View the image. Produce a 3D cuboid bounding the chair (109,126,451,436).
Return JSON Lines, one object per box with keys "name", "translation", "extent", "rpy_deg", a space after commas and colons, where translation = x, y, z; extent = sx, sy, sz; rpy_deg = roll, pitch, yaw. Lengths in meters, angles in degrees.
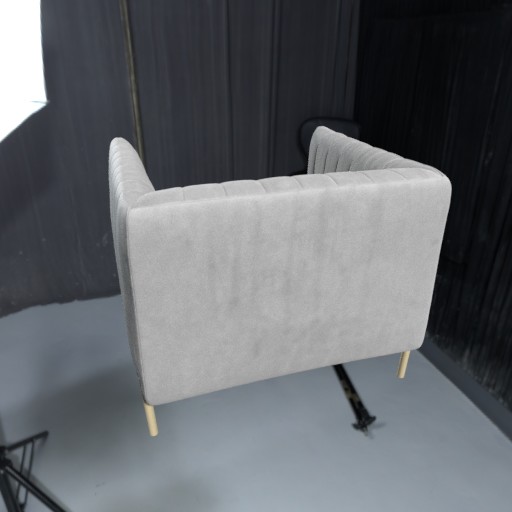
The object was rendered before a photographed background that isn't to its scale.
{"name": "chair", "translation": [0.000, 0.000, 1.640], "extent": [0.981, 0.779, 0.873], "rpy_deg": [-8, 27, -16]}
